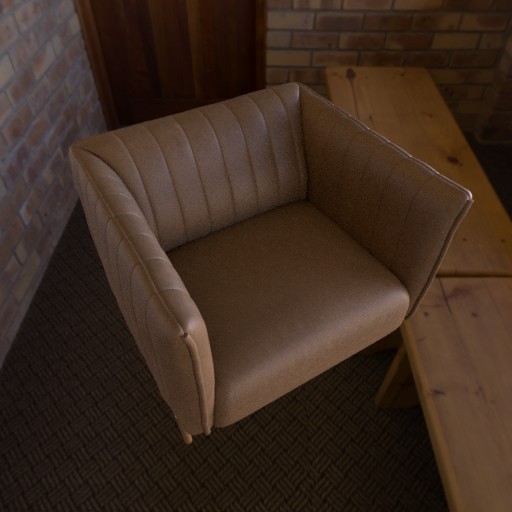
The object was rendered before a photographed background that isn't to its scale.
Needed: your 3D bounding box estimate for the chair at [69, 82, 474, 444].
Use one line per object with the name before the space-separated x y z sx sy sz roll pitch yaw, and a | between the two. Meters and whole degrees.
chair | 0.000 0.000 1.583 0.981 0.779 0.876 -23 50 -21
